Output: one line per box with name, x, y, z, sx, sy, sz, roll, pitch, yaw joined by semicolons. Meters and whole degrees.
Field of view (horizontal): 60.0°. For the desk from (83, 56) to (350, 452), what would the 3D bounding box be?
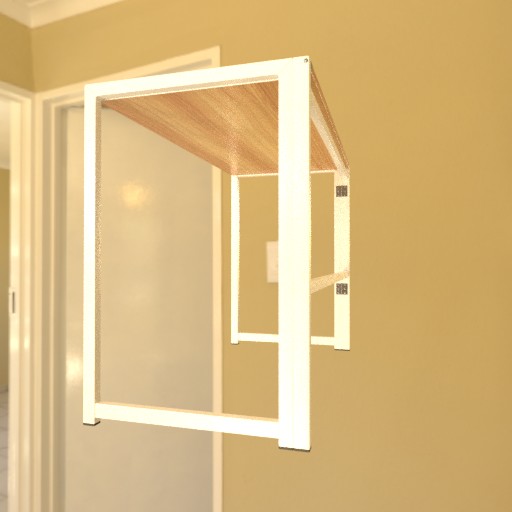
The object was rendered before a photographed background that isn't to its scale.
desk;0.000;0.000;1.406;0.508;0.762;1.016;0;-1;16
